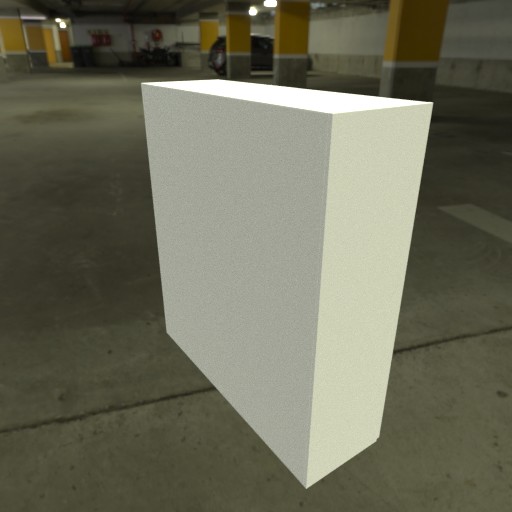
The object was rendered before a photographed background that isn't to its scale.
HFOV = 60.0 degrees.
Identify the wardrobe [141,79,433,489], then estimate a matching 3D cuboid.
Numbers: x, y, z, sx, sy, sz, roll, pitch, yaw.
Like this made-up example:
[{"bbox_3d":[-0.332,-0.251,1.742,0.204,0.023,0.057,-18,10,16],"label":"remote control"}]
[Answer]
[{"bbox_3d":[0.000,0.000,2.882,0.600,2.020,1.830,-17,30,-31],"label":"wardrobe"}]
